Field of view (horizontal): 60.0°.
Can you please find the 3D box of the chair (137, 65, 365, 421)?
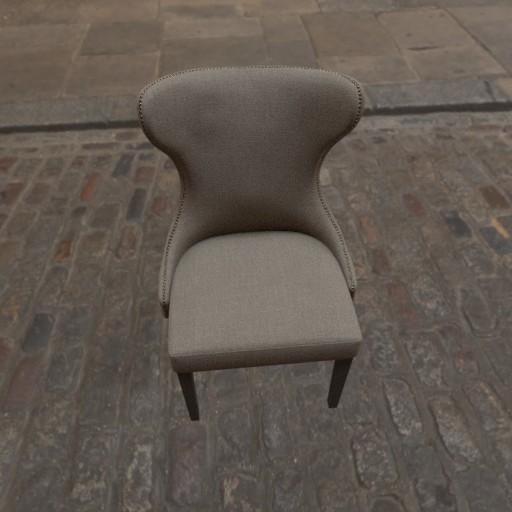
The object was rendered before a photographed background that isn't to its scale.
[{"bbox_3d":[0.000,0.000,1.396,0.628,0.967,0.635,-4,47,-4],"label":"chair"}]
